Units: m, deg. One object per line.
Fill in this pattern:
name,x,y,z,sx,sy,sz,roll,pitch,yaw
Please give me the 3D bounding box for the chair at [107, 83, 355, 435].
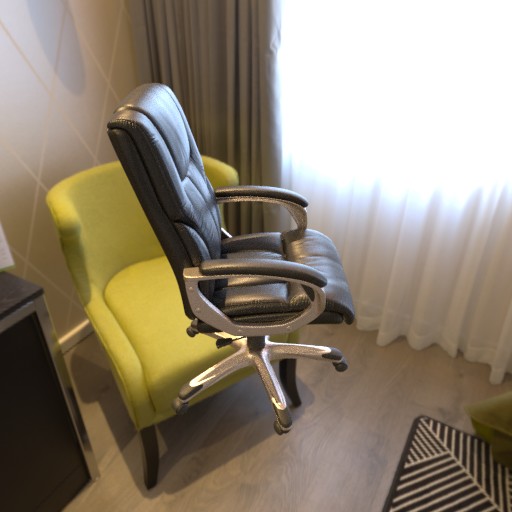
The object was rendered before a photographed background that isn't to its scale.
chair,0.000,0.000,1.608,0.780,1.145,0.700,0,32,0
